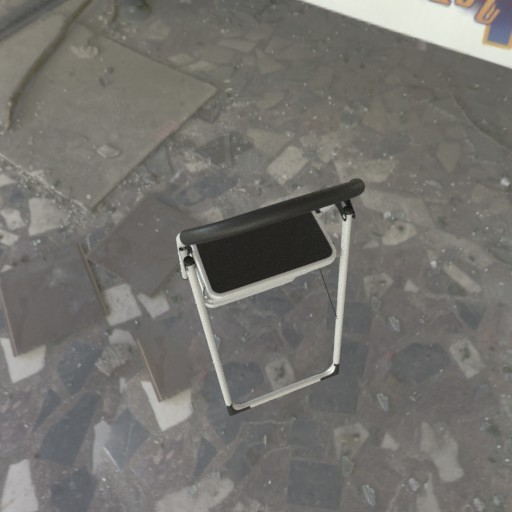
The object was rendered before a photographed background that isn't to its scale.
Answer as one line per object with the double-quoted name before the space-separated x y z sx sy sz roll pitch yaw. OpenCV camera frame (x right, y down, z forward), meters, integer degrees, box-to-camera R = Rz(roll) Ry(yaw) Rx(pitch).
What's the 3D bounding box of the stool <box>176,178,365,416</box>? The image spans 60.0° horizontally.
"stool" 0.000 0.000 1.459 0.485 1.109 0.676 -18 61 -11
